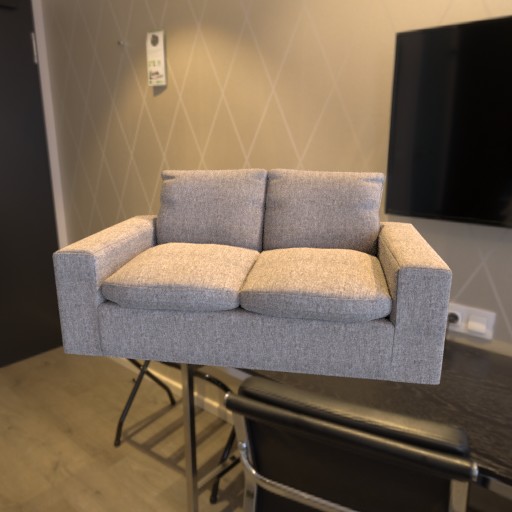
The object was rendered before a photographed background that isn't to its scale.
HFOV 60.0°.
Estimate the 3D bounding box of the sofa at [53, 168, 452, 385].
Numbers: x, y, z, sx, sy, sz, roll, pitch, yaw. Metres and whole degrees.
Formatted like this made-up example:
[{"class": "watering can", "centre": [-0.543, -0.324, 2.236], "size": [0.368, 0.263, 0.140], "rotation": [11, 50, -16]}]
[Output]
[{"class": "sofa", "centre": [0.000, 0.000, 2.384], "size": [1.758, 0.877, 1.094], "rotation": [2, 15, 9]}]
